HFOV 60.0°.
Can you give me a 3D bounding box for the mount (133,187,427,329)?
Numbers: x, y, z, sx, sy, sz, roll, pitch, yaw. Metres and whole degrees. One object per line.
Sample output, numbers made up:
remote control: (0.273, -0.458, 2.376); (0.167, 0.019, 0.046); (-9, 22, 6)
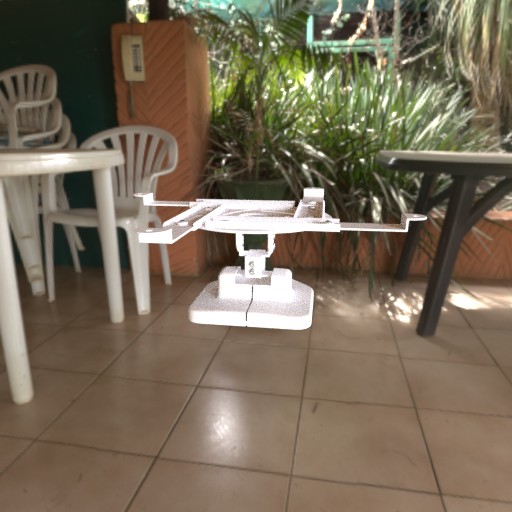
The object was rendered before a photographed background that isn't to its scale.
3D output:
mount: (0.000, 0.000, 0.591); (0.394, 0.141, 0.394); (2, 15, 9)
